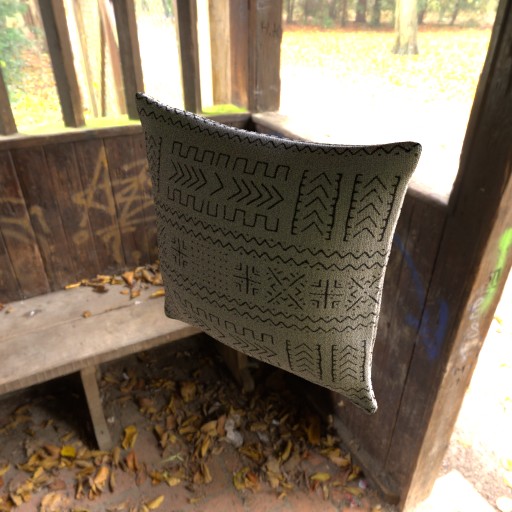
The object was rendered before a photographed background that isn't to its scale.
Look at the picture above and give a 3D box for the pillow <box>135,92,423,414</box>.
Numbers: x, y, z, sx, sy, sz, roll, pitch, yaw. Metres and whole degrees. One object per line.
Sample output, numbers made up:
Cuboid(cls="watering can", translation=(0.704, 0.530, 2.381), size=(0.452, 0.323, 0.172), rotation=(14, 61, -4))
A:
Cuboid(cls="pillow", translation=(0.000, 0.000, 0.673), size=(0.438, 0.430, 0.164), rotation=(19, 36, 29))
